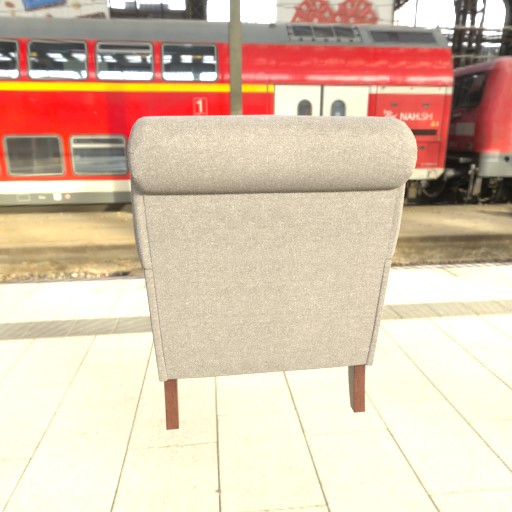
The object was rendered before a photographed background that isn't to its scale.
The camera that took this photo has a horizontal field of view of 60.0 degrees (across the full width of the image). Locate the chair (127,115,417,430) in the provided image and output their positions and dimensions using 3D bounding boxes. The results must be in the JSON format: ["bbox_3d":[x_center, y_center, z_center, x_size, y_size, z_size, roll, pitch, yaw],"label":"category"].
[{"bbox_3d":[0.000,0.000,1.582,0.766,0.942,0.843,-2,16,-8],"label":"chair"}]
